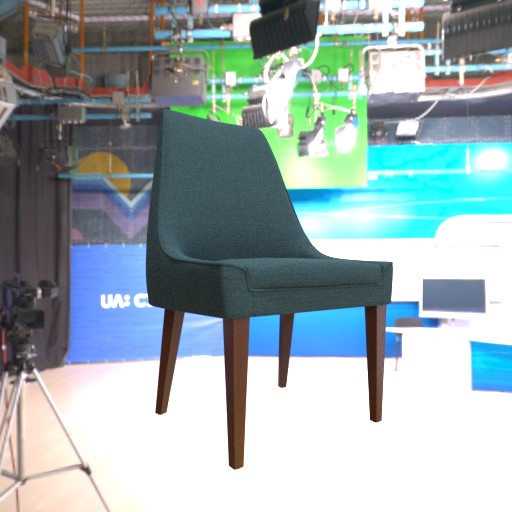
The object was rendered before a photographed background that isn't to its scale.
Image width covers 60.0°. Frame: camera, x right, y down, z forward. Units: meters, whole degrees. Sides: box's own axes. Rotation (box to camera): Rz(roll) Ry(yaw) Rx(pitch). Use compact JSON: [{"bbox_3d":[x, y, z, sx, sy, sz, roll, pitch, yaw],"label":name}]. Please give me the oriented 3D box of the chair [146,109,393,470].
[{"bbox_3d":[0.000,0.000,1.208,0.529,0.861,0.544,0,0,-36],"label":"chair"}]
